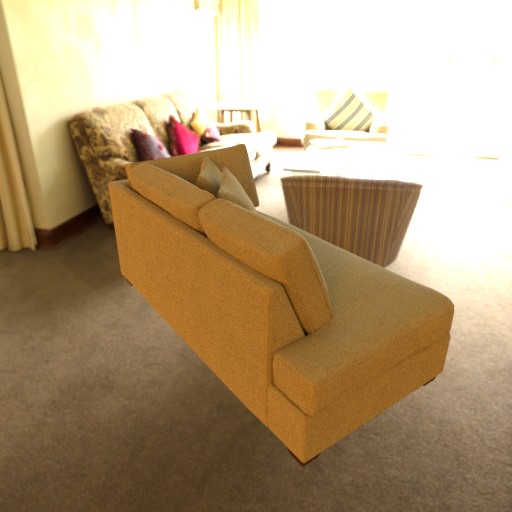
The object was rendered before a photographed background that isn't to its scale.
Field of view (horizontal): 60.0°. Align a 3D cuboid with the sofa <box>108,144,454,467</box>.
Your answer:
[{"bbox_3d":[0.000,0.000,2.836,1.110,1.019,2.238,-17,30,-32],"label":"sofa"}]
